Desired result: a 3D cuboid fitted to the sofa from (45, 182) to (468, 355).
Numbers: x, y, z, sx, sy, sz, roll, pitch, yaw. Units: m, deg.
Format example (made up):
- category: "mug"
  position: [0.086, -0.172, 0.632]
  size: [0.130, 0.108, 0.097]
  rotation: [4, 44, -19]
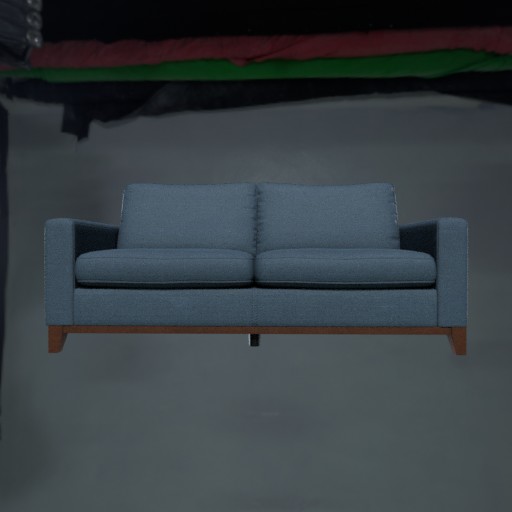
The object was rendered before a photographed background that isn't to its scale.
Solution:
- category: "sofa"
  position: [0.000, 0.000, 2.375]
  size: [1.900, 0.865, 0.877]
  rotation: [0, 1, 1]
